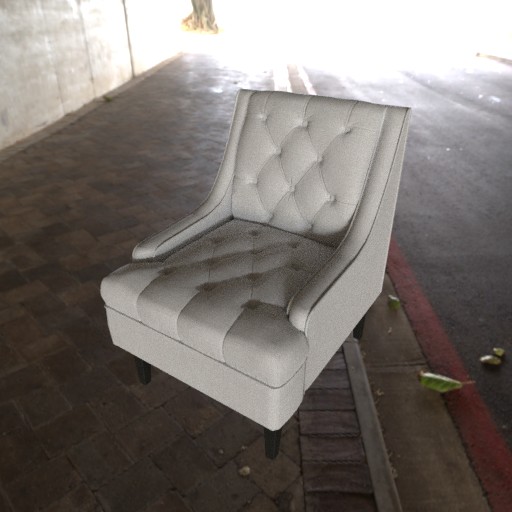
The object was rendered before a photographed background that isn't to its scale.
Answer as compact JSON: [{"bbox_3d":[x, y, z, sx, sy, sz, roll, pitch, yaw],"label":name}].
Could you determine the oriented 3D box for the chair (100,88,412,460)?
[{"bbox_3d":[0.000,0.000,1.423,0.658,0.891,0.772,18,34,29],"label":"chair"}]
